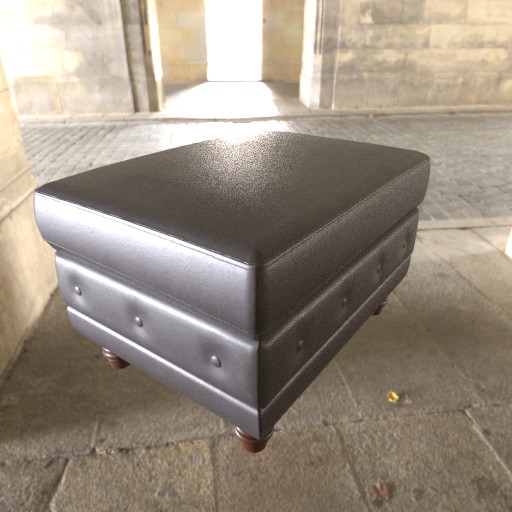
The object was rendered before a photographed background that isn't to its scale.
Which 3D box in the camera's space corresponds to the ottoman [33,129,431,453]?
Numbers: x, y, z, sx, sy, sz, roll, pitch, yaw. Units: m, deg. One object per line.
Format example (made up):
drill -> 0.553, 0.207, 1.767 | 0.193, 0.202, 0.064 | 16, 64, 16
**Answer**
ottoman -> 0.000, 0.000, 1.129 | 0.590, 0.498, 0.795 | 18, 32, 32
